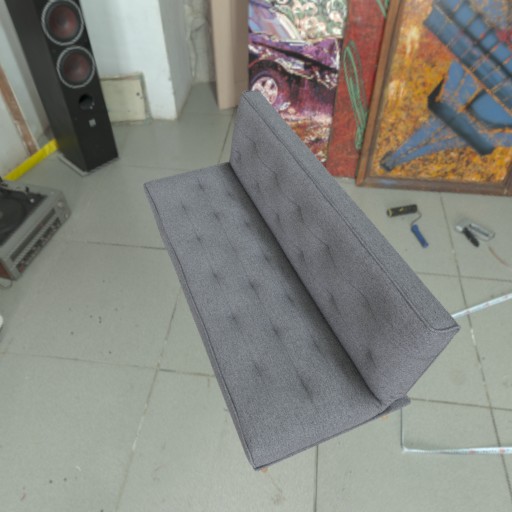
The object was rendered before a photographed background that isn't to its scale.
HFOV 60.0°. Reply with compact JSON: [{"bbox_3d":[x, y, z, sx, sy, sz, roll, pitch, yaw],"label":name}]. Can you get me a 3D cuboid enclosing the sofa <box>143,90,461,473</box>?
[{"bbox_3d":[0.000,0.000,2.278,0.810,0.830,1.820,-17,50,-15],"label":"sofa"}]
